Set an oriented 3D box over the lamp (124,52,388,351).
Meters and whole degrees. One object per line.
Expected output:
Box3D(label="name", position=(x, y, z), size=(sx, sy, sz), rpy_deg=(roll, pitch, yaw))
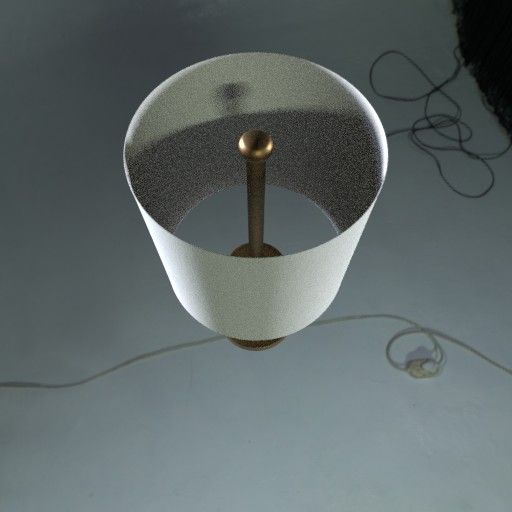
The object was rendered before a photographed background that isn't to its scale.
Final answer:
Box3D(label="lamp", position=(0.000, 0.000, 0.532), size=(0.210, 0.410, 0.210), rpy_deg=(-15, 64, -8))
